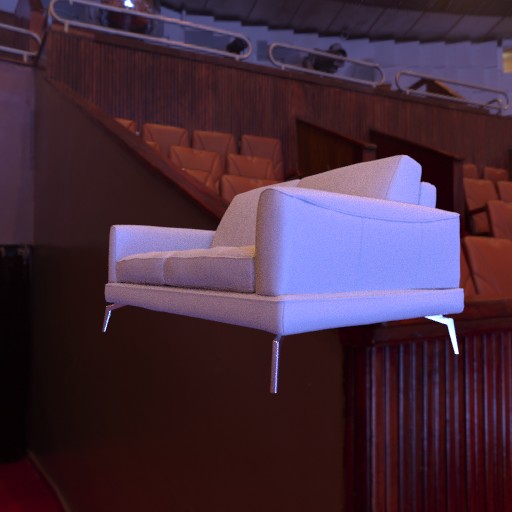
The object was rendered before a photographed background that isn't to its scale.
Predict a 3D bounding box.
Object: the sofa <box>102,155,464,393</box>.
[{"bbox_3d":[0.000,0.000,2.407,1.121,0.930,1.819,1,-2,-36],"label":"sofa"}]
